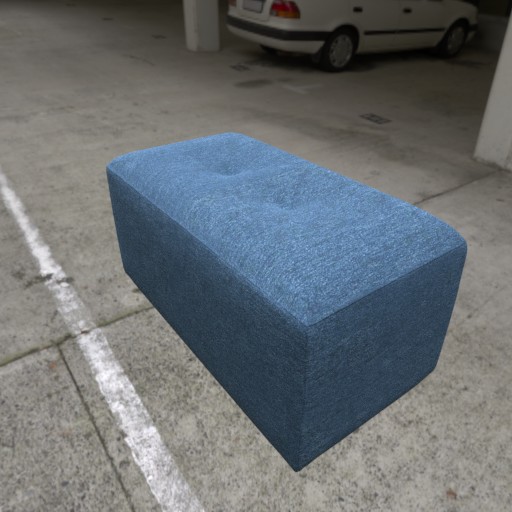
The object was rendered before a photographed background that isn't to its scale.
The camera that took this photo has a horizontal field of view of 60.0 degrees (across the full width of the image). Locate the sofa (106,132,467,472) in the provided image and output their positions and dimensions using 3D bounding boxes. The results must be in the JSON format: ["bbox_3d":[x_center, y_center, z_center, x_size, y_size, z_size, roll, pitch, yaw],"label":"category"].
[{"bbox_3d":[0.000,0.000,1.223,0.480,0.470,0.930,-21,38,-30],"label":"sofa"}]
